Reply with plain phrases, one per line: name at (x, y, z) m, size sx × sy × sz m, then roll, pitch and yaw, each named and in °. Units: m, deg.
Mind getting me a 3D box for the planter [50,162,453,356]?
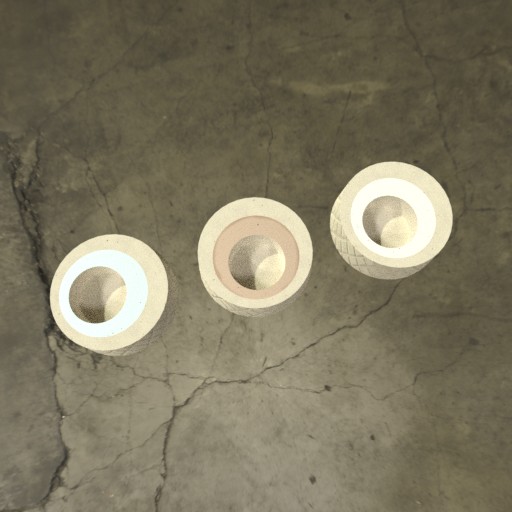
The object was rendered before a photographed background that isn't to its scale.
planter at (0.000, 0.000, 0.430) m, size 0.390 × 0.038 × 0.114 m, roll -15°, pitch 76°, yaw -4°
